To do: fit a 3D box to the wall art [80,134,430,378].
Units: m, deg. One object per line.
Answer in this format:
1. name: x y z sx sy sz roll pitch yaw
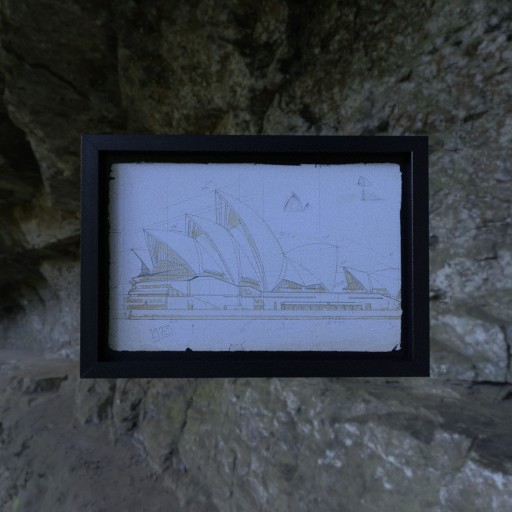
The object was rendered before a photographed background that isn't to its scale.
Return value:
1. wall art: 0.000 0.000 0.848 0.657 0.458 0.027 0 -1 -1
